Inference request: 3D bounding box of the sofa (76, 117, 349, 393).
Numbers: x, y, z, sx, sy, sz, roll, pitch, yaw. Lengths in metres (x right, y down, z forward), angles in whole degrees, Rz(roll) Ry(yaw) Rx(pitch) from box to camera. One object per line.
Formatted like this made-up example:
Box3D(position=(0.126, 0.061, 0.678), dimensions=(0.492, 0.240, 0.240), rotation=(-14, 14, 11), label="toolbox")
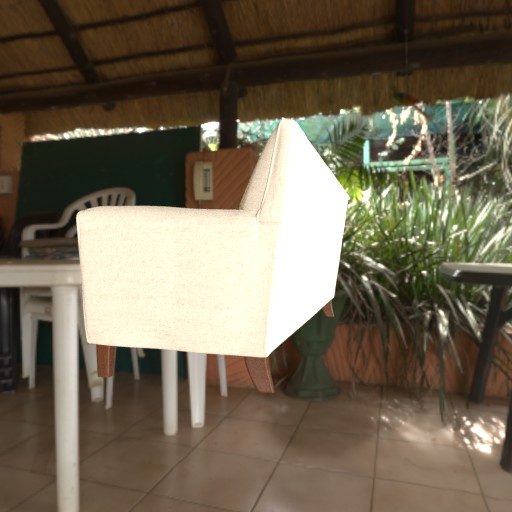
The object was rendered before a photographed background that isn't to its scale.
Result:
Box3D(position=(0.000, 0.000, 2.448), dimensions=(0.841, 0.907, 2.001), rotation=(0, 1, 16), label="sofa")
